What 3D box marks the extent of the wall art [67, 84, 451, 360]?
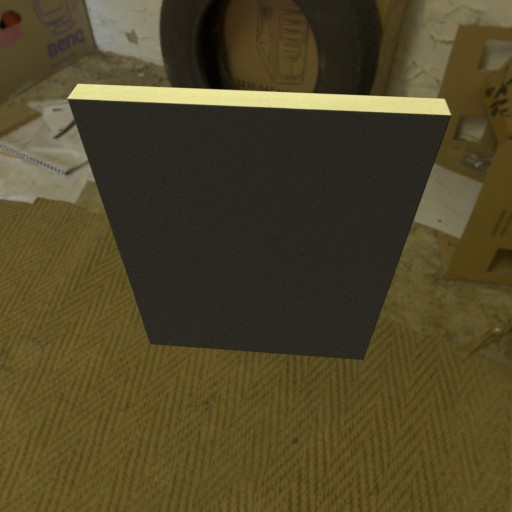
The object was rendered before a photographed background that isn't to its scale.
[{"bbox_3d":[0.000,0.000,0.801,0.489,0.608,0.040,4,48,3],"label":"wall art"}]
